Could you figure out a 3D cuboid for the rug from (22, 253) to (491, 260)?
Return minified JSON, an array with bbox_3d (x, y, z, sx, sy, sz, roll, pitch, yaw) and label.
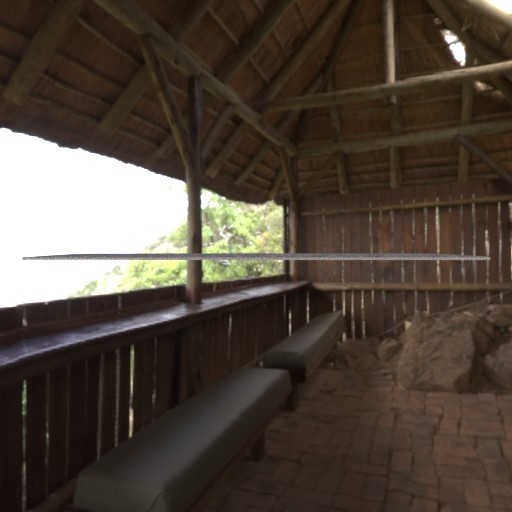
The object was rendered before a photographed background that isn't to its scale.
[{"bbox_3d":[0.000,0.000,2.490,2.297,0.019,0.659,0,2,0],"label":"rug"}]
